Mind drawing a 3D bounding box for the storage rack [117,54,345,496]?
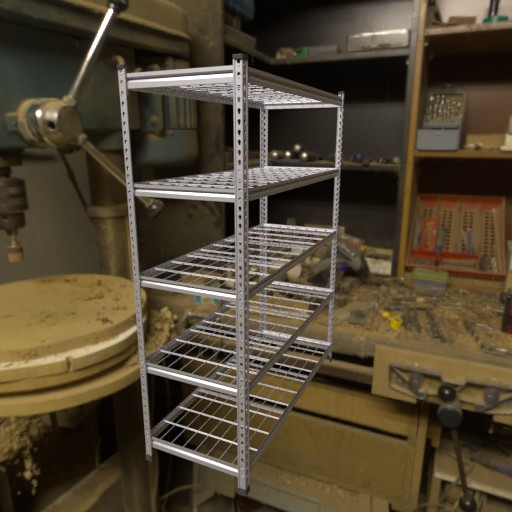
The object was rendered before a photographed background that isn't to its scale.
[{"bbox_3d":[0.000,0.000,2.684,0.610,1.981,1.524,7,16,24],"label":"storage rack"}]
